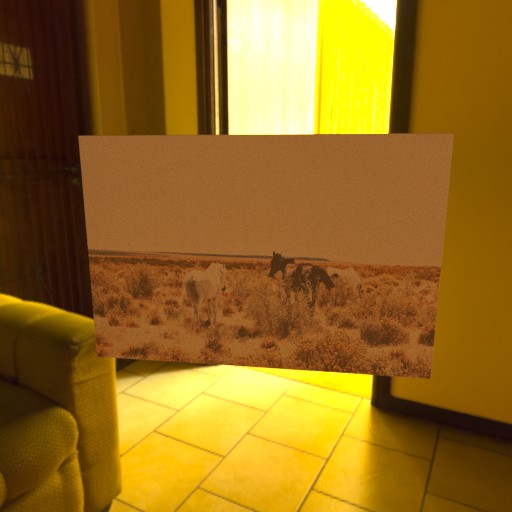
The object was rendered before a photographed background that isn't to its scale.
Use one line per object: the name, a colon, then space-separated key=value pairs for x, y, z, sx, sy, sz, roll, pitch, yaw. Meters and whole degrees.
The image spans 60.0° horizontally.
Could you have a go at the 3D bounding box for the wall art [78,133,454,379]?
wall art: x=0.000 y=0.000 z=1.441 sx=1.138 sy=0.761 sz=0.051 roll=2 pitch=13 yaw=8
